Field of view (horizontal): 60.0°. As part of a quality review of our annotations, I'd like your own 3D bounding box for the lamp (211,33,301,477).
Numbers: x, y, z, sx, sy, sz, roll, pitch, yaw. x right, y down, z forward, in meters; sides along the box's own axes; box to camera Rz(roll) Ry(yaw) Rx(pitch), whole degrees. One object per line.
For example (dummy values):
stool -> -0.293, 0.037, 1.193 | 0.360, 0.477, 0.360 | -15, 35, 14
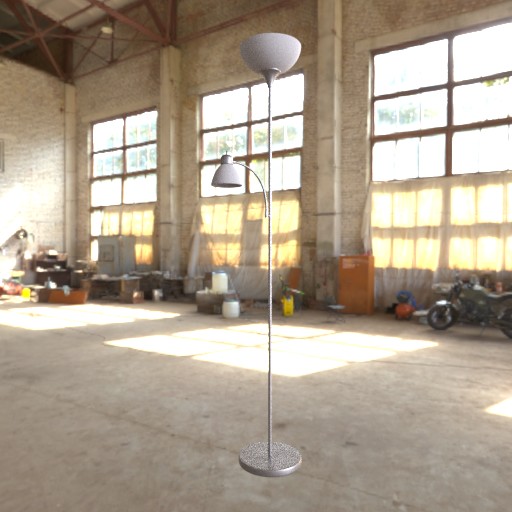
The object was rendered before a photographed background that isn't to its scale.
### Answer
lamp -> 0.000, 0.000, 1.887 | 0.425, 1.804, 0.279 | 0, 1, -37
